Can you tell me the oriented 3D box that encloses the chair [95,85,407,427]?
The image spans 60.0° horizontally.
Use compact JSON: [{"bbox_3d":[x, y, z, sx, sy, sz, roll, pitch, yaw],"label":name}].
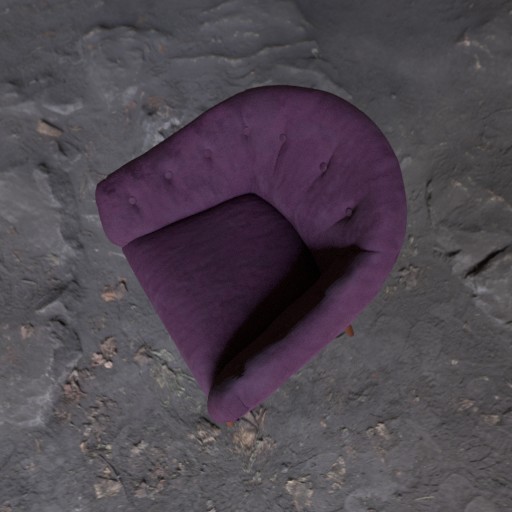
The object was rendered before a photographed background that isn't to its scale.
[{"bbox_3d":[0.000,0.000,1.488,0.776,0.885,0.851,-30,66,-15],"label":"chair"}]
